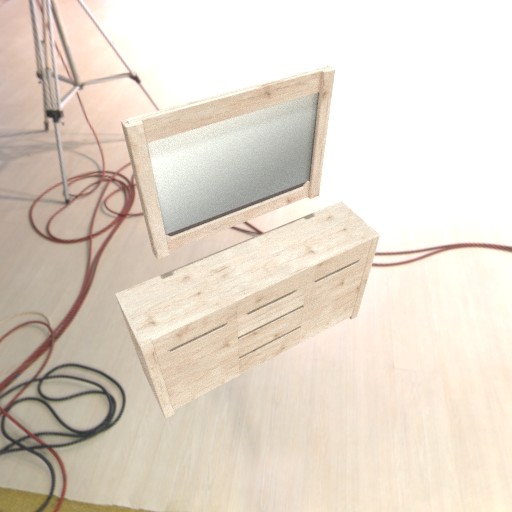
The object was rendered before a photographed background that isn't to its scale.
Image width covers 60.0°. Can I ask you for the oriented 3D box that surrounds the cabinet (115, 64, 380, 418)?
[{"bbox_3d":[0.000,0.000,2.762,1.700,1.981,0.420,-23,51,-20],"label":"cabinet"}]
